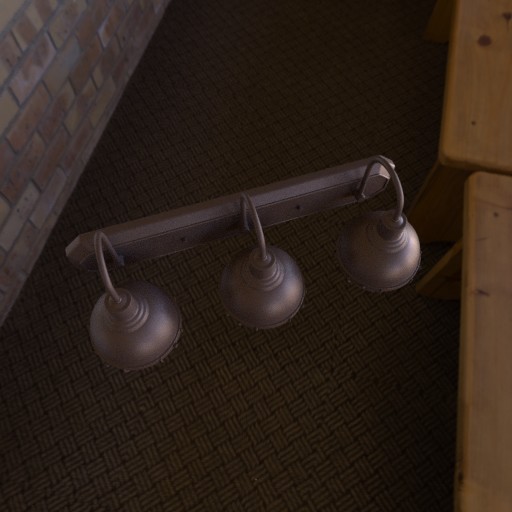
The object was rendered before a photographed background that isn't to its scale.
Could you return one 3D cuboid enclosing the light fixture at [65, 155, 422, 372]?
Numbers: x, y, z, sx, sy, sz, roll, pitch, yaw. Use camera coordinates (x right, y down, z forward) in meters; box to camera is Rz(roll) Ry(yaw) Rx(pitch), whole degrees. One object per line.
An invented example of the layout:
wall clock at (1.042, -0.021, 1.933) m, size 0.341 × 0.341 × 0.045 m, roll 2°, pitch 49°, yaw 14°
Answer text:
light fixture at (0.000, 0.000, 0.785) m, size 0.634 × 0.254 × 0.229 m, roll -16°, pitch 64°, yaw -8°
